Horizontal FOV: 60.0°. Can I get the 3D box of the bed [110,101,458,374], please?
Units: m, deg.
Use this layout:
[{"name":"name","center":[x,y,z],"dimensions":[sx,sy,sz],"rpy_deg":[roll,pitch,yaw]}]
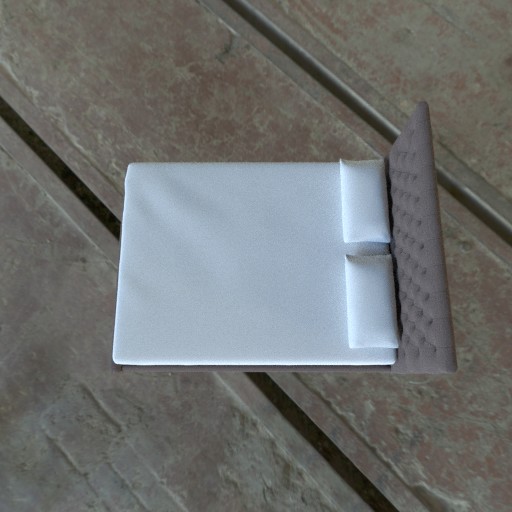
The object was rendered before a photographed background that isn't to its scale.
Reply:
[{"name":"bed","center":[0.000,0.000,3.293],"dimensions":[2.233,1.426,1.696],"rpy_deg":[0,76,0]}]
